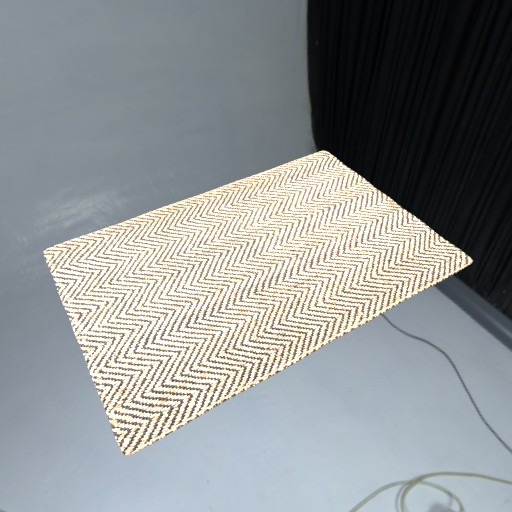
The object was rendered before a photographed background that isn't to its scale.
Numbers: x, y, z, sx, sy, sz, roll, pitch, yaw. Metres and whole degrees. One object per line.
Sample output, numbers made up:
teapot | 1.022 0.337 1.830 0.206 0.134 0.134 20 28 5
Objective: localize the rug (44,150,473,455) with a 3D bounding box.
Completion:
rug | 0.000 0.000 2.245 1.828 0.008 1.219 -24 50 -22
